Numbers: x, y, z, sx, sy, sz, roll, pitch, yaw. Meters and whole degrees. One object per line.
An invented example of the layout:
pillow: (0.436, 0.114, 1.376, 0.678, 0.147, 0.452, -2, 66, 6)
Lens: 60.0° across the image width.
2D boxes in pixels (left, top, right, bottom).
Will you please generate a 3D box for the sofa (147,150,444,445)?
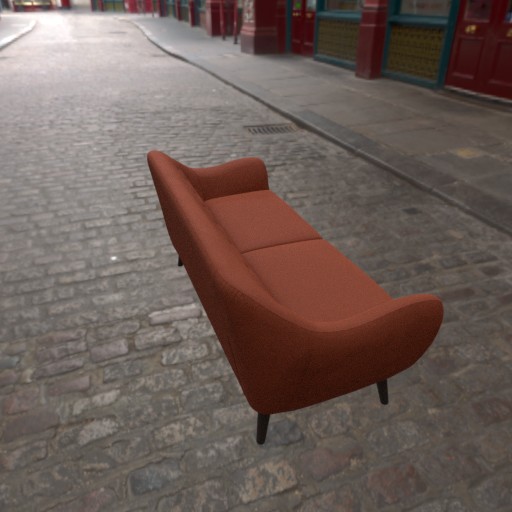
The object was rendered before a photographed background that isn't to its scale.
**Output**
sofa: (0.000, 0.000, 2.301, 0.820, 0.836, 1.840, -11, 31, -18)
